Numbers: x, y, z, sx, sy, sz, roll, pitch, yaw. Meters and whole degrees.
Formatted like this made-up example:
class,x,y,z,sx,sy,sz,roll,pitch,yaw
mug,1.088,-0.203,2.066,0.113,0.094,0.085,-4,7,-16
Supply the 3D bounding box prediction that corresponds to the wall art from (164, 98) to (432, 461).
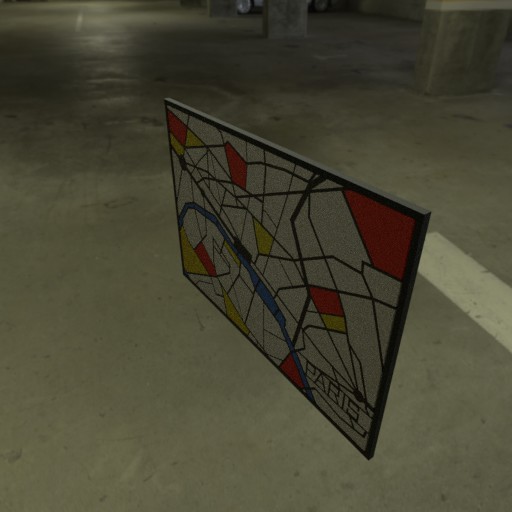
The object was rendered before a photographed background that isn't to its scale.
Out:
class,x,y,z,sx,sy,sz,roll,pitch,yaw
wall art,0.000,0.000,0.846,0.013,0.458,0.664,-21,38,-29
